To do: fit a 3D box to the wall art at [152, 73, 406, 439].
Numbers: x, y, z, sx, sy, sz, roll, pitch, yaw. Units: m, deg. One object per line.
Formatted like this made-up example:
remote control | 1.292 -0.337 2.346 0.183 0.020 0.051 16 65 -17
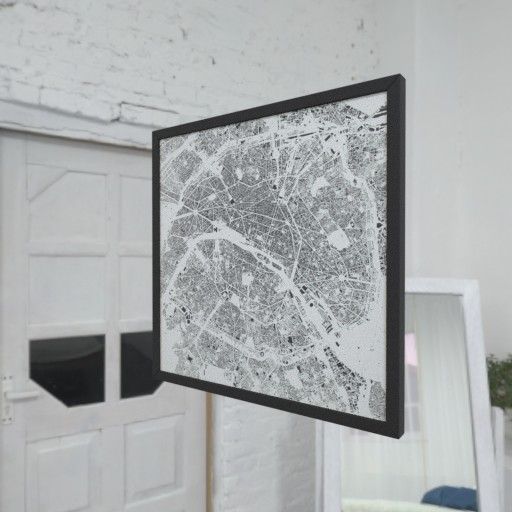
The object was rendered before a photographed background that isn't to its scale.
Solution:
wall art | 0.000 0.000 1.159 0.763 0.763 0.037 0 1 36
